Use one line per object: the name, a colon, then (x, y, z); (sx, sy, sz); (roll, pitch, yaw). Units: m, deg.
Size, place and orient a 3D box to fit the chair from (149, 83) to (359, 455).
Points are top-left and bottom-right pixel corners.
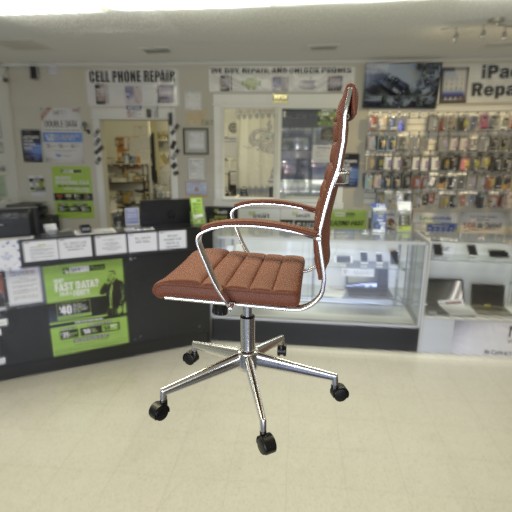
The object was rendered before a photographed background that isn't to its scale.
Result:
chair: (0.000, 0.000, 1.660); (0.739, 1.149, 0.766); (2, 14, 8)
